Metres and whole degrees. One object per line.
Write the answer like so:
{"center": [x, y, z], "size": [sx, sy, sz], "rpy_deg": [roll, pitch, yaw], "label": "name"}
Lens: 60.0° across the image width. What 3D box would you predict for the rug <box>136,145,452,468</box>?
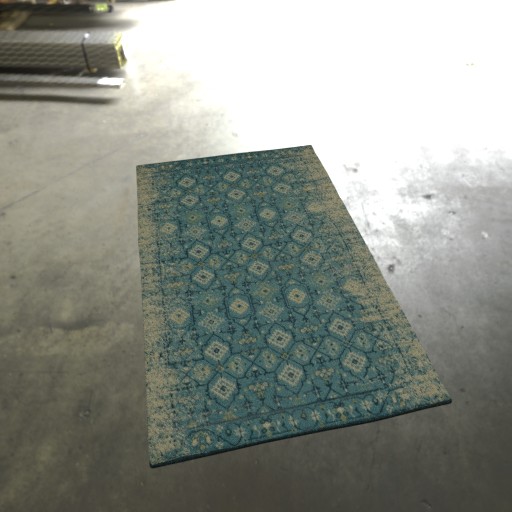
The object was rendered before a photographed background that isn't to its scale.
{"center": [0.000, 0.000, 2.959], "size": [1.530, 0.015, 2.449], "rpy_deg": [-9, 47, -8], "label": "rug"}
